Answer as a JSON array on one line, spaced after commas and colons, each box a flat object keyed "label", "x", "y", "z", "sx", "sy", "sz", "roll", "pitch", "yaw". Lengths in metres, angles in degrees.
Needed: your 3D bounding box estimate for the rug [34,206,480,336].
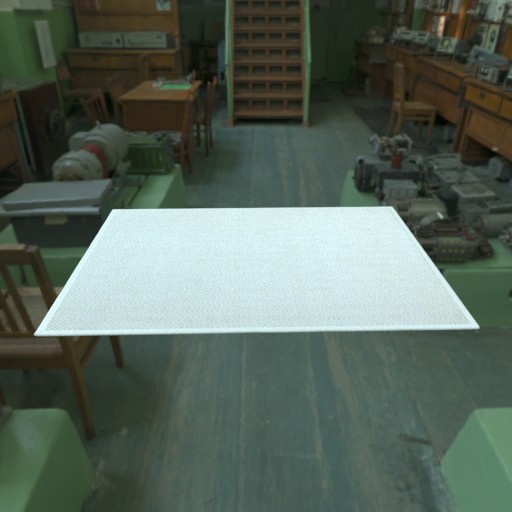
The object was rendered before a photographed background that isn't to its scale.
[{"label": "rug", "x": 0.000, "y": 0.000, "z": 2.882, "sx": 2.244, "sy": 0.017, "sz": 1.532, "roll": -1, "pitch": 30, "yaw": -1}]
